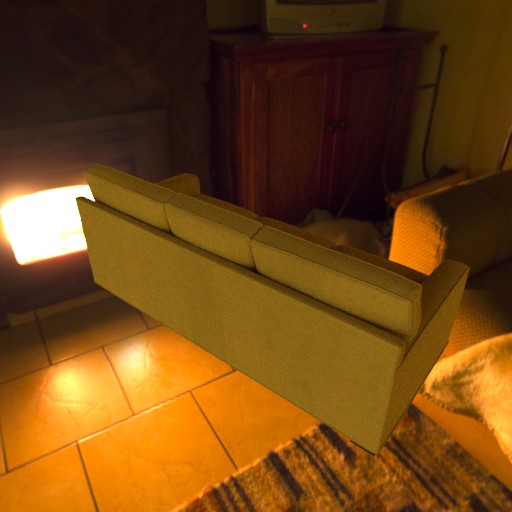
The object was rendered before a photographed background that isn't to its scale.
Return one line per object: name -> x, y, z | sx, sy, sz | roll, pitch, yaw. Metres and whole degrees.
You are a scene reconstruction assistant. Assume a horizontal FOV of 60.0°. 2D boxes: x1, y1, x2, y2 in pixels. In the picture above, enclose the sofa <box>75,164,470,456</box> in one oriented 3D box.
sofa -> 0.000, 0.000, 2.570 | 2.093, 0.862, 0.936 | 23, 38, 32
